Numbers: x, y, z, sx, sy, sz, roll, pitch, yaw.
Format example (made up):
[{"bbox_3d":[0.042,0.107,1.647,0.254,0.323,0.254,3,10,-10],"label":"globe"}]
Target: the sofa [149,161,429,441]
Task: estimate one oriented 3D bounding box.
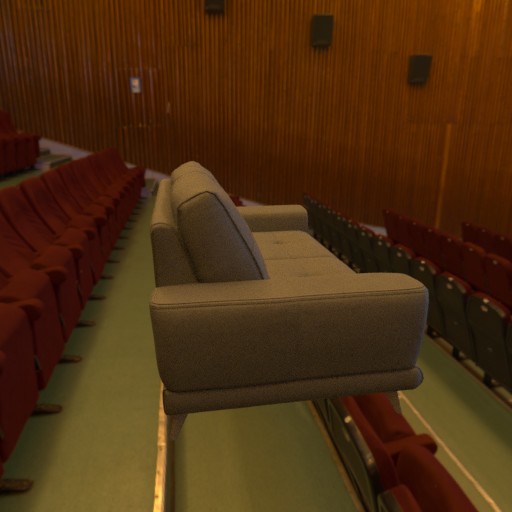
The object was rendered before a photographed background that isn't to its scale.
[{"bbox_3d":[0.000,0.000,2.368,1.018,0.907,1.806,-3,17,-10],"label":"sofa"}]
